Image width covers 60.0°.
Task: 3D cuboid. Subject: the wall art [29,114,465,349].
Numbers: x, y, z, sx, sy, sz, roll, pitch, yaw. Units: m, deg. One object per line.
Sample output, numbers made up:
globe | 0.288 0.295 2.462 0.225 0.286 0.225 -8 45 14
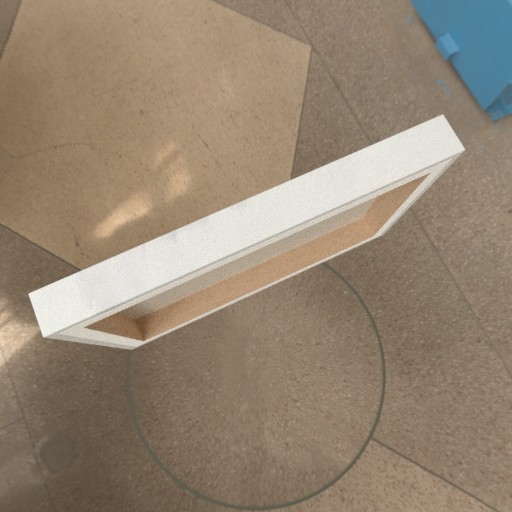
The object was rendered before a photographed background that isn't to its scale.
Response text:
wall art | 0.000 0.000 0.490 0.381 0.254 0.038 -24 77 -6
